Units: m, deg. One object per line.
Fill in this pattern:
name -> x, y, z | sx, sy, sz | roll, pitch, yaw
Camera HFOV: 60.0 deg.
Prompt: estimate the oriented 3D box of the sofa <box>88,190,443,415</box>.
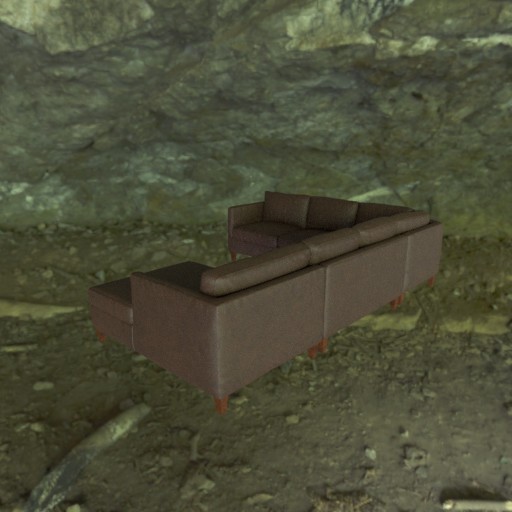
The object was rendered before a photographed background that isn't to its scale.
sofa -> 0.000, 0.000, 4.632 | 2.593, 0.923, 3.460 | 14, 20, 41
